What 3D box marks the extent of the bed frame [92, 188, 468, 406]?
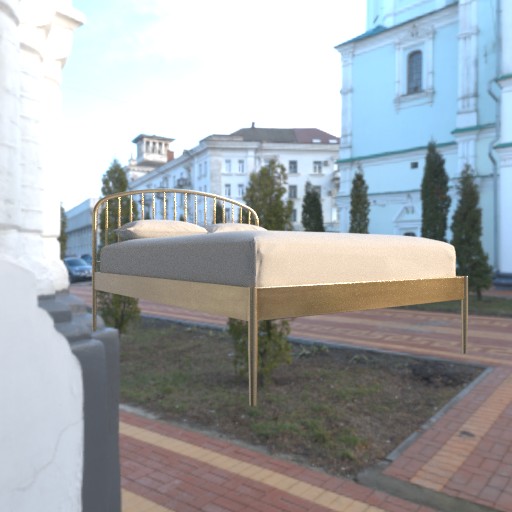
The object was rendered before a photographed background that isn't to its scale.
[{"bbox_3d":[0.000,0.000,3.068,1.612,1.175,2.152,0,0,-36],"label":"bed frame"}]
